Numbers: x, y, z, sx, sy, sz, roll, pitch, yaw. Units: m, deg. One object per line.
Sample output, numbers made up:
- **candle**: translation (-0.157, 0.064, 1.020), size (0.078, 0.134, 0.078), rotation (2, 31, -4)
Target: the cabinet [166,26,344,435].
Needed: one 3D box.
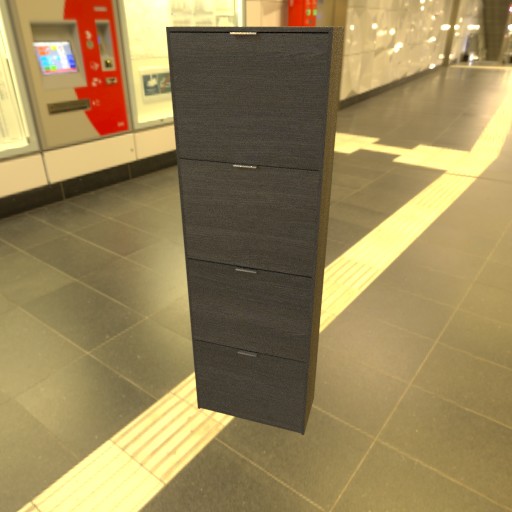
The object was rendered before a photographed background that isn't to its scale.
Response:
- **cabinet**: translation (0.000, 0.000, 1.773), size (0.520, 1.630, 0.255), rotation (8, 29, 15)
